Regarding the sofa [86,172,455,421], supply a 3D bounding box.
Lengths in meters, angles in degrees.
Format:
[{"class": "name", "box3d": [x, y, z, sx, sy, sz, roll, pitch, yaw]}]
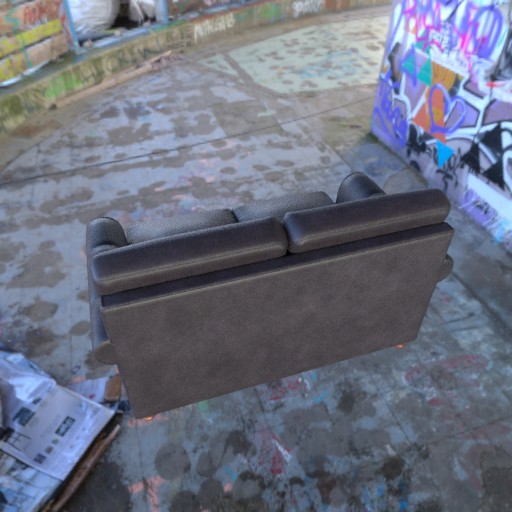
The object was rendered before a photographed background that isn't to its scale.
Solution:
[{"class": "sofa", "box3d": [0.000, 0.000, 2.350, 1.663, 0.979, 1.030, -12, 42, -14]}]
